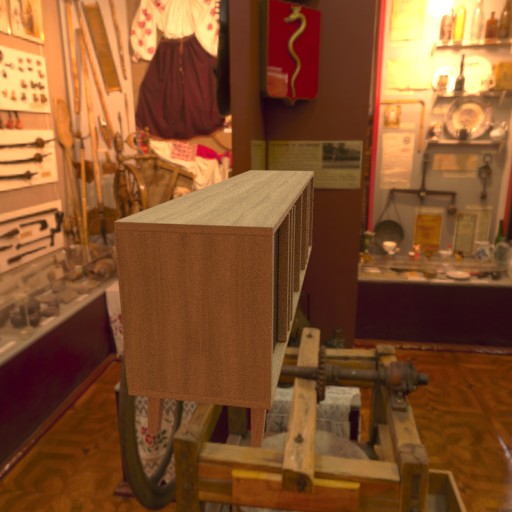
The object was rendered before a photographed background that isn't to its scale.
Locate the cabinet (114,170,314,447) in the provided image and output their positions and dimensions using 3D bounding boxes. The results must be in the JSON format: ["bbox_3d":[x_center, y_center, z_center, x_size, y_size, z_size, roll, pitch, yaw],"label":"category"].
[{"bbox_3d":[0.000,0.000,2.472,0.499,0.779,2.198,3,15,10],"label":"cabinet"}]
